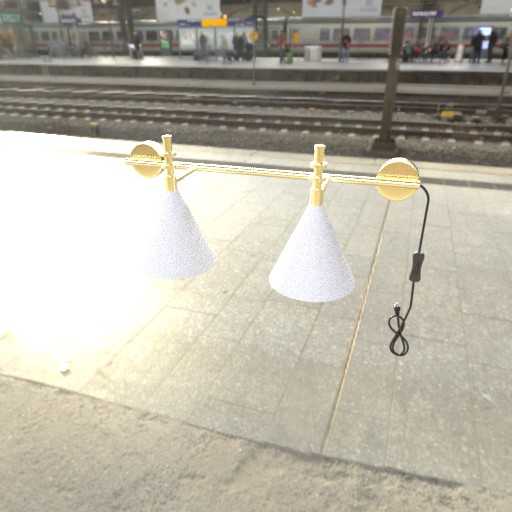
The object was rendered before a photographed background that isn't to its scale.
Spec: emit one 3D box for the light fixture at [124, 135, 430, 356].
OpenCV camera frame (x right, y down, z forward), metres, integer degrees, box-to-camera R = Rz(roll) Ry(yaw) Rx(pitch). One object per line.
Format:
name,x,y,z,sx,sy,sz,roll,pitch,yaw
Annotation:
light fixture,0.000,0.000,0.882,0.642,0.468,0.239,8,27,15
